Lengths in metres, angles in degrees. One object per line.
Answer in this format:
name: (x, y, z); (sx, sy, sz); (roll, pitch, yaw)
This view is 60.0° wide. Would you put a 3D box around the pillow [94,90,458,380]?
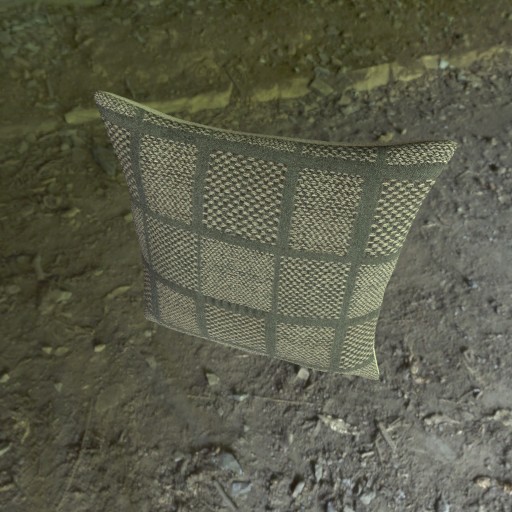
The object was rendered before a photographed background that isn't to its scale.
pillow: (0.000, 0.000, 0.647); (0.435, 0.432, 0.138); (12, 43, 13)
